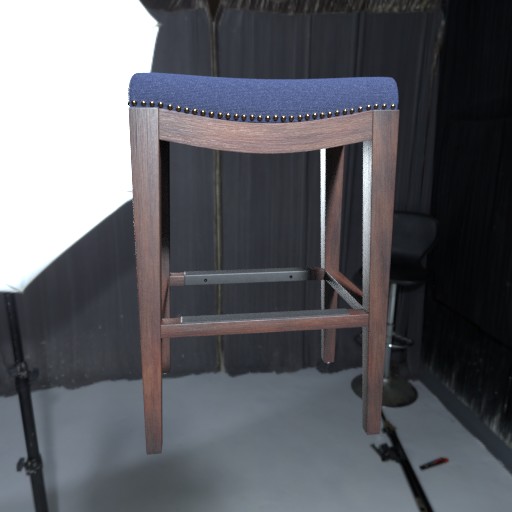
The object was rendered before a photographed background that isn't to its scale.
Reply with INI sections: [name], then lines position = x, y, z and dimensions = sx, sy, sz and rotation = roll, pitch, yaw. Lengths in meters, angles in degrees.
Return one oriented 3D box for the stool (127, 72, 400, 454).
[stool]
position = 0.000, 0.000, 1.015
dimensions = 0.498, 0.740, 0.358
rotation = -2, 15, -7
